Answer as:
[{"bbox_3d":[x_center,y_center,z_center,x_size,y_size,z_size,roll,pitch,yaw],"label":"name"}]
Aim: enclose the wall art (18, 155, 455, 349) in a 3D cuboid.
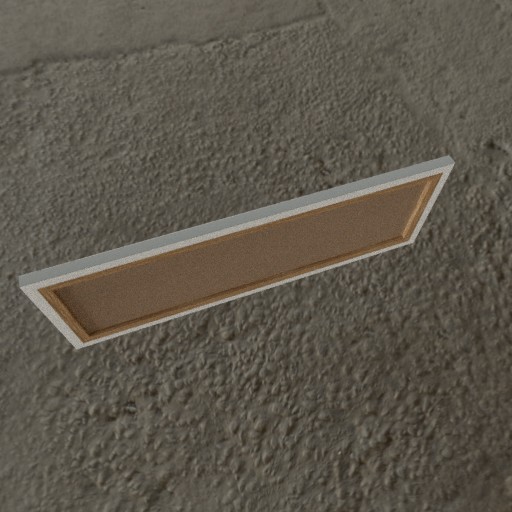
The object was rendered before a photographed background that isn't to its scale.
[{"bbox_3d":[0.000,0.000,1.689,1.520,0.507,0.044,-17,59,-11],"label":"wall art"}]
